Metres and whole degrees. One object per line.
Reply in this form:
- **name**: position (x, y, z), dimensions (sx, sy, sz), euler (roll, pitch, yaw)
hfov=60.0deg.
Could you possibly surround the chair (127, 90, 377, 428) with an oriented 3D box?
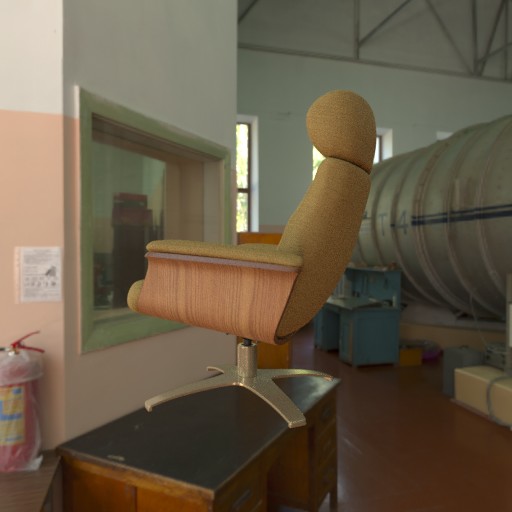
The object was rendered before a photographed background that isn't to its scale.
- **chair**: position (0.000, 0.000, 1.597), dimensions (0.837, 0.995, 0.785), euler (0, 1, 19)
